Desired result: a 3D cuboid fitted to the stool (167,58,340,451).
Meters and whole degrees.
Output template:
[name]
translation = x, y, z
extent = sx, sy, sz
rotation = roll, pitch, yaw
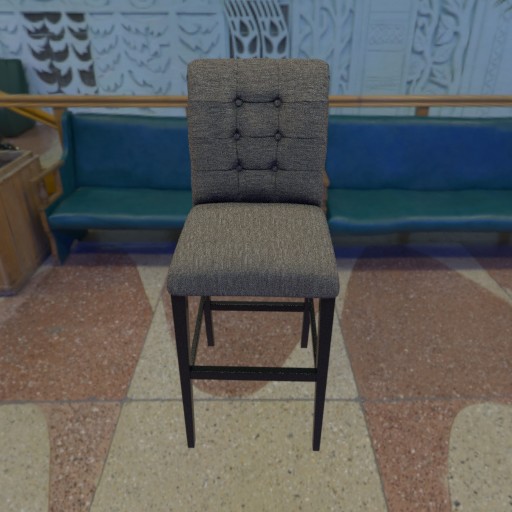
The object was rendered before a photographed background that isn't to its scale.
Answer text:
[stool]
translation = 0.000, 0.000, 1.436
extent = 0.452, 1.131, 0.613
rotation = 1, 29, 1
